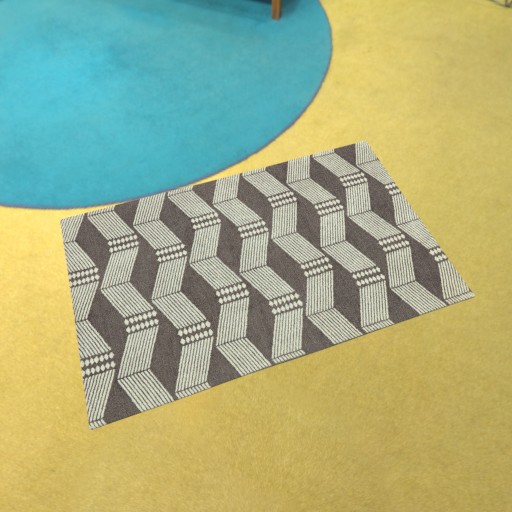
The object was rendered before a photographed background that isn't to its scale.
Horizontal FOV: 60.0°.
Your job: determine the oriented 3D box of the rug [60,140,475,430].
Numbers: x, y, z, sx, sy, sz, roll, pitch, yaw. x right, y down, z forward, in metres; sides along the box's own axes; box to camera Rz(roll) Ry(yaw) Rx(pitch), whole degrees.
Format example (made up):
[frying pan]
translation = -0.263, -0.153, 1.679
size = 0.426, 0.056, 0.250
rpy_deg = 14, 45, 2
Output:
[rug]
translation = 0.000, 0.000, 2.997
size = 2.435, 0.011, 1.517
rpy_deg = -16, 58, -10
